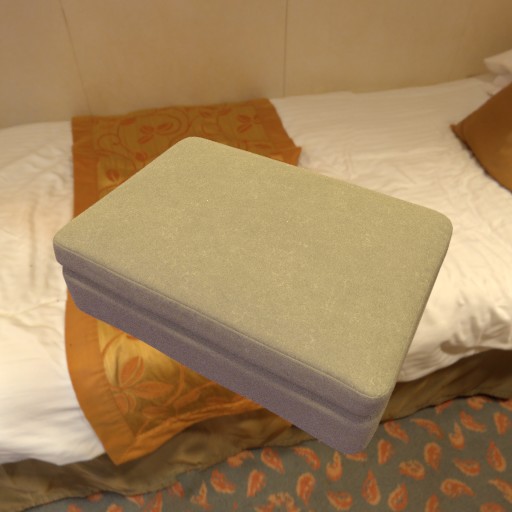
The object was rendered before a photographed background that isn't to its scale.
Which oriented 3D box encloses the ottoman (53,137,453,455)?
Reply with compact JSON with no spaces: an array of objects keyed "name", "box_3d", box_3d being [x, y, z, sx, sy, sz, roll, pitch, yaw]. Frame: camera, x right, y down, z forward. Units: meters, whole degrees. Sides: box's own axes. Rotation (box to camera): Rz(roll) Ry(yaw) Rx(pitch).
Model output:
[{"name":"ottoman","box_3d":[0.000,0.000,1.618,1.199,0.429,0.840,22,48,21]}]
